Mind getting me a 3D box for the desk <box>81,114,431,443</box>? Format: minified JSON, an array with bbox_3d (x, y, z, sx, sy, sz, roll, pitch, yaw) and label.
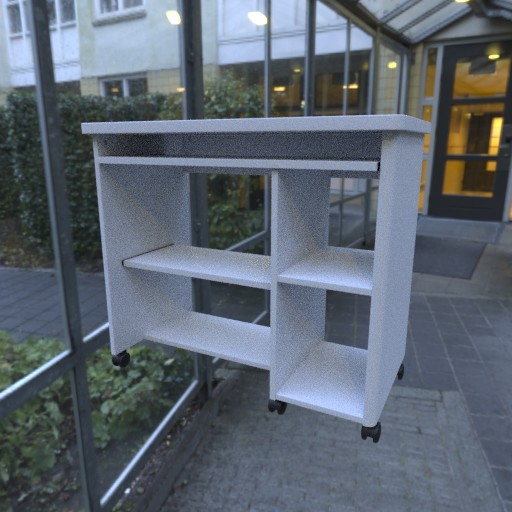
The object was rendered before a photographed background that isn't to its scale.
[{"bbox_3d":[0.000,0.000,1.330,0.877,0.763,0.475,7,16,26],"label":"desk"}]
